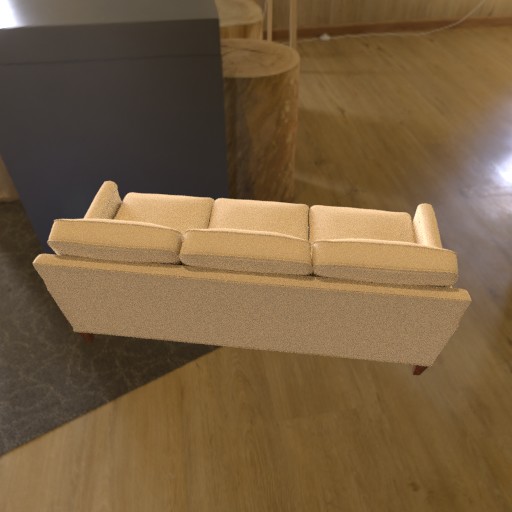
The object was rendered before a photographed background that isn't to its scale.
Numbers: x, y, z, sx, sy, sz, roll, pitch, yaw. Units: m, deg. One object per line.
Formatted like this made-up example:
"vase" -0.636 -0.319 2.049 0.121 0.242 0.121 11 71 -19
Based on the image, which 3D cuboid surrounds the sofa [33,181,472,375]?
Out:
"sofa" 0.000 0.000 2.770 2.246 1.003 1.084 5 46 5
